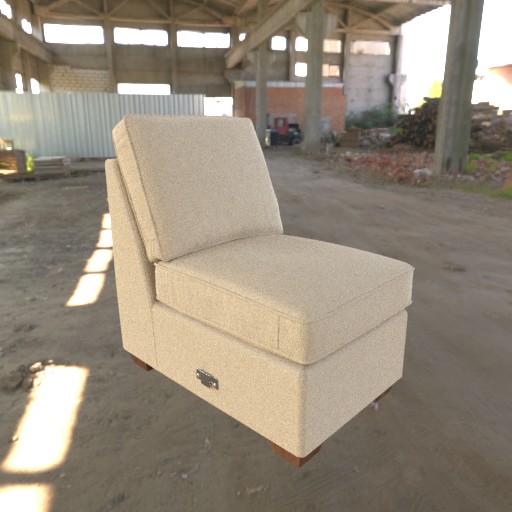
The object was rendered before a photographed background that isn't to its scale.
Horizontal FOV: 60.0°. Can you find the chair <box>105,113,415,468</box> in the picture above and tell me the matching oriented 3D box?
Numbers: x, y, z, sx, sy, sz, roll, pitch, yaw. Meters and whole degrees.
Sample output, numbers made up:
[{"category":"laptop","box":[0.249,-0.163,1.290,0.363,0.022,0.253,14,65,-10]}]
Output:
[{"category":"chair","box":[0.000,0.000,1.574,0.938,0.970,0.621,15,22,42]}]
